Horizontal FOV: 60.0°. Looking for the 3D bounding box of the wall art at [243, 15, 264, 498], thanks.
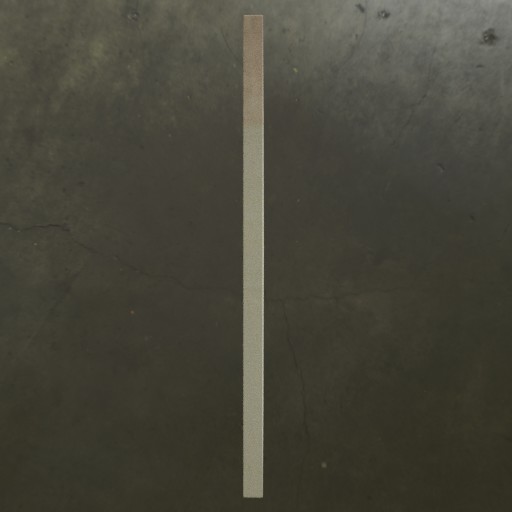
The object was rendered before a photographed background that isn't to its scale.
[{"bbox_3d":[0.000,0.000,1.144,0.040,0.608,0.916,0,91,1],"label":"wall art"}]
